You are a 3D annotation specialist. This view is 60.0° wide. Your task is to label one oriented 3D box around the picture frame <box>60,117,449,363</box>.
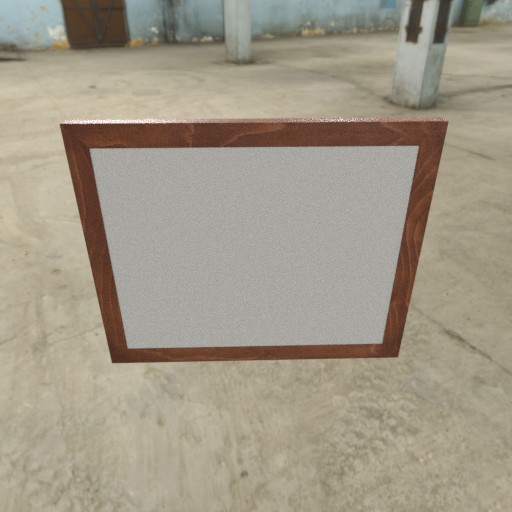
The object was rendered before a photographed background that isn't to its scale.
[{"bbox_3d":[0.000,0.000,0.762,0.559,0.457,0.025,-1,30,-1],"label":"picture frame"}]
